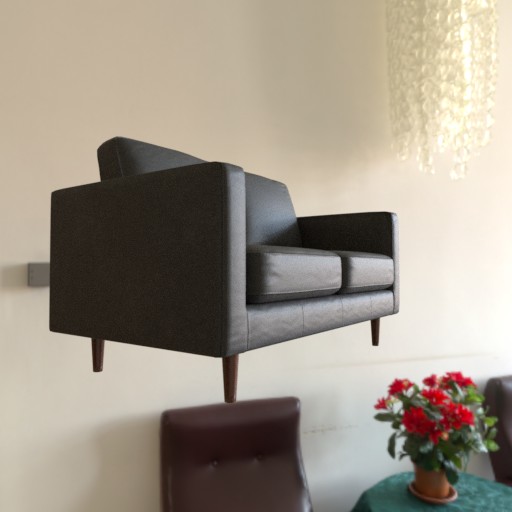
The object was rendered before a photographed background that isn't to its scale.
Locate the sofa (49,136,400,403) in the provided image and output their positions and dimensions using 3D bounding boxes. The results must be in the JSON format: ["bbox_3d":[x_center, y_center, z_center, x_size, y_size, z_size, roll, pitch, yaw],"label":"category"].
[{"bbox_3d":[0.000,0.000,1.981,0.879,0.899,1.430,-1,-2,36],"label":"sofa"}]
